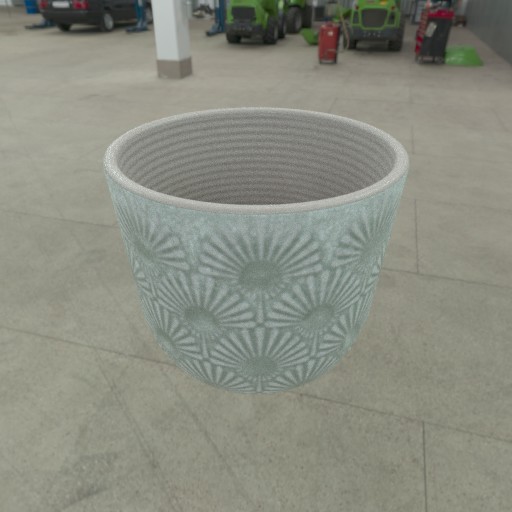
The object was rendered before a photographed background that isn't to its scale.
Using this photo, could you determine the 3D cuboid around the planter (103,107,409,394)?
[{"bbox_3d":[0.000,0.000,0.294,0.170,0.152,0.170,0,32,0],"label":"planter"}]
